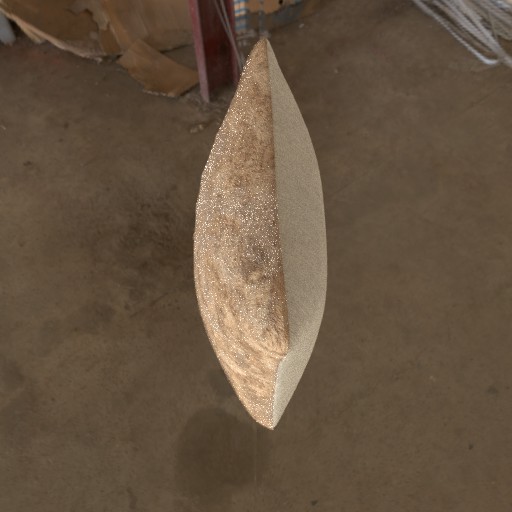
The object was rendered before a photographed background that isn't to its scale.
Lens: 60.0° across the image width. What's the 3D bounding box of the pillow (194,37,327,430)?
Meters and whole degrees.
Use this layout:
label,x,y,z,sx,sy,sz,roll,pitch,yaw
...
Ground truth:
label,x,y,z,sx,sy,sz,roll,pitch,yaw
pillow,0.000,0.000,0.795,0.216,0.525,0.538,-1,58,0
